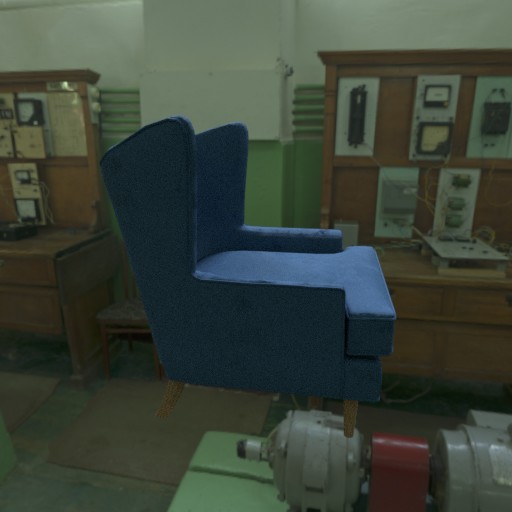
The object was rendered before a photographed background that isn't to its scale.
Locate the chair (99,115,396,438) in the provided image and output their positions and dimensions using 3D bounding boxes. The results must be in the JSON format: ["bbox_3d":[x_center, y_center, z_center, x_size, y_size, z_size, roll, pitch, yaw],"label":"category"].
[{"bbox_3d":[0.000,0.000,1.612,0.910,0.952,0.793,3,16,10],"label":"chair"}]
